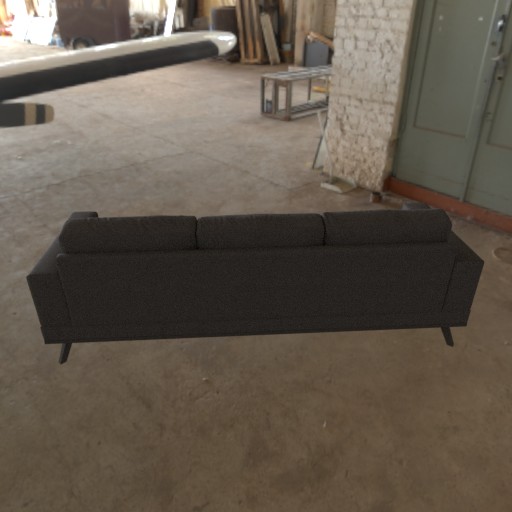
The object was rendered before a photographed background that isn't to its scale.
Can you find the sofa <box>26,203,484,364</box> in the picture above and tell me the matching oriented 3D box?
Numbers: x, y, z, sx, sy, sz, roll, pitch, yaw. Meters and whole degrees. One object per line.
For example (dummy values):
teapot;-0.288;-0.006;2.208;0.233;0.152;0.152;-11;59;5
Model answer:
sofa;0.000;0.000;2.676;2.310;0.810;0.920;-2;30;-3
